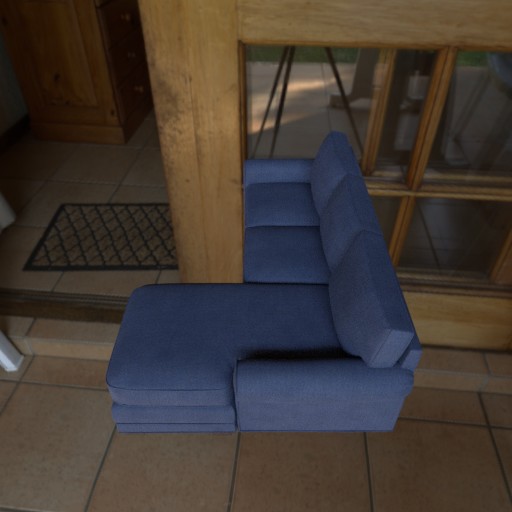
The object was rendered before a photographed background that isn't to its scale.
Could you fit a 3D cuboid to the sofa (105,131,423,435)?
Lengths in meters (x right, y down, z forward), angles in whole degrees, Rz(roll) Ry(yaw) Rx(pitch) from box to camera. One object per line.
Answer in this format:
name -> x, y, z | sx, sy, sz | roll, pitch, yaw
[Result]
sofa -> 0.000, 0.000, 3.446 | 1.780, 1.063, 2.567 | 0, 41, 0
